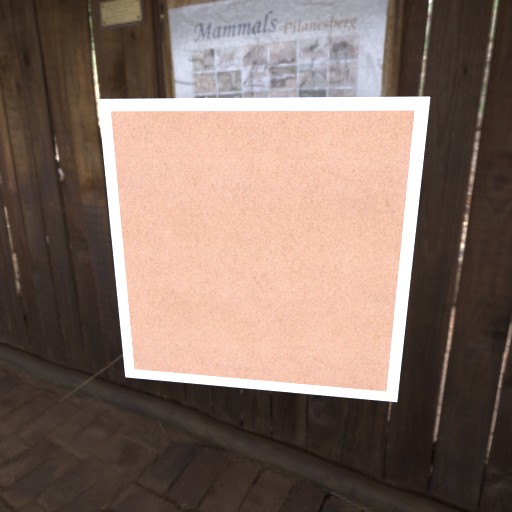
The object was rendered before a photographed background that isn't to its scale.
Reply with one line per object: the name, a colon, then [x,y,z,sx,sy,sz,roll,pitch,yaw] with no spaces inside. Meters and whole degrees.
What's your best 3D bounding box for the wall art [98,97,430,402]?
wall art: [0.000,0.000,1.134,0.760,0.760,0.036,3,17,9]
